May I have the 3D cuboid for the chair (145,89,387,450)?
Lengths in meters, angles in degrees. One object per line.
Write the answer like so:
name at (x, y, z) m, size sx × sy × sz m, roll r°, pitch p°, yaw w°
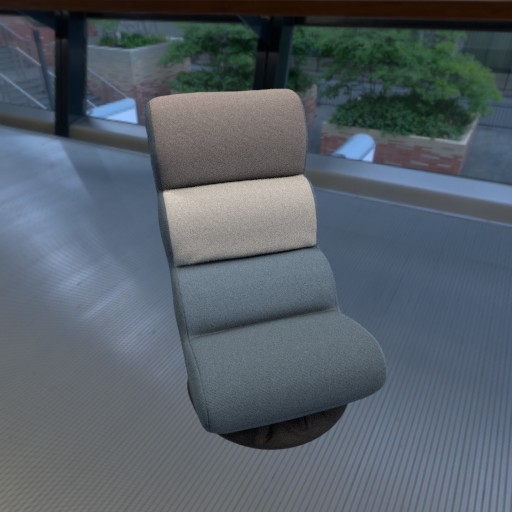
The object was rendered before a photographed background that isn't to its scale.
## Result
chair at (0.000, 0.000, 1.065) m, size 0.420 × 0.641 × 0.661 m, roll -9°, pitch 34°, yaw -14°
